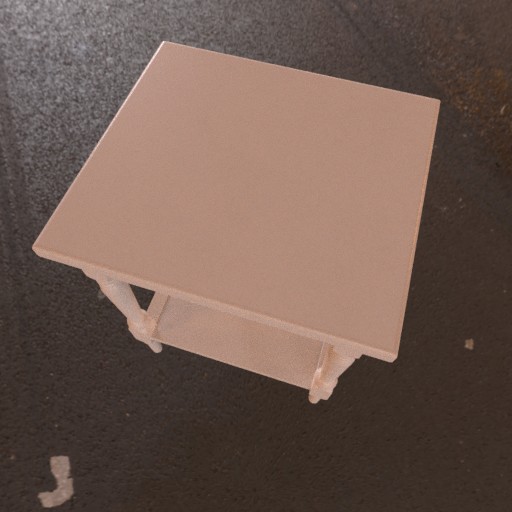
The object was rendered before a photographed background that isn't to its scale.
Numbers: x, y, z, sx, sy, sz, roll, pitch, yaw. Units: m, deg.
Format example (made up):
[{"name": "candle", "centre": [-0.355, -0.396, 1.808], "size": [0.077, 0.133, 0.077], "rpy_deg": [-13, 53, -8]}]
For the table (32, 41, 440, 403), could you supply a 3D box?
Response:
[{"name": "table", "centre": [0.000, 0.000, 0.899], "size": [0.488, 0.565, 0.442], "rpy_deg": [16, 63, 8]}]
